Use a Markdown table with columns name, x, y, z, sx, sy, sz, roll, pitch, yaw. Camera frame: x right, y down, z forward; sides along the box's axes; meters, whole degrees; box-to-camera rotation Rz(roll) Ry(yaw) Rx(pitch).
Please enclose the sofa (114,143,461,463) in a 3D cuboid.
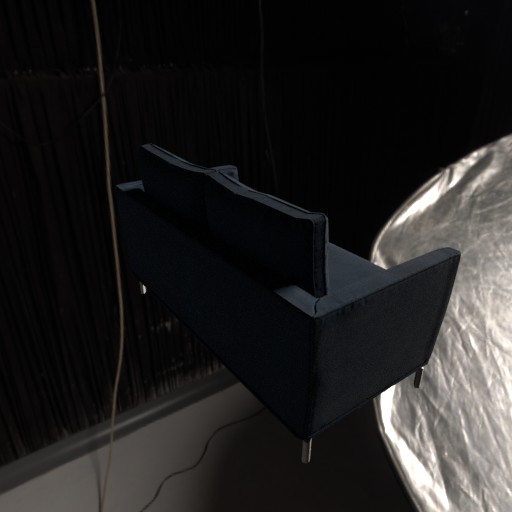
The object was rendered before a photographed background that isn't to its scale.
| name | x | y | z | sx | sy | sz | roll | pitch | yaw |
| --- | --- | --- | --- | --- | --- | --- | --- | --- | --- |
| sofa | 0.000 | 0.000 | 2.358 | 0.853 | 1.002 | 1.770 | -18 | 31 | -32 |
